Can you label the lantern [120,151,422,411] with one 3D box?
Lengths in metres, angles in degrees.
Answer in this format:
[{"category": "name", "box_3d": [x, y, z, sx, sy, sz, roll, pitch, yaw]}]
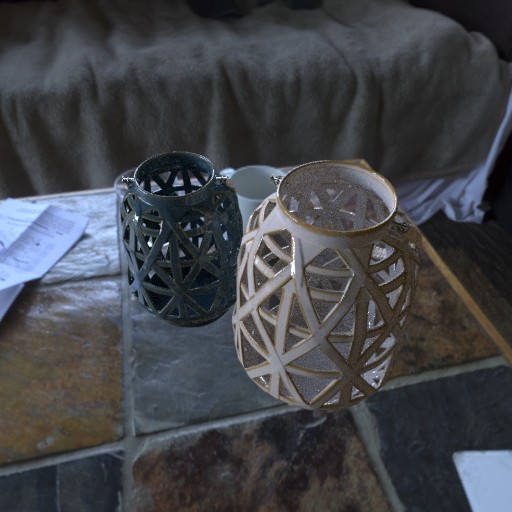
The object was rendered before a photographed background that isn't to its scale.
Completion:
[{"category": "lantern", "box_3d": [0.000, 0.000, 0.611, 0.439, 0.307, 0.245, 24, 50, 22]}]
